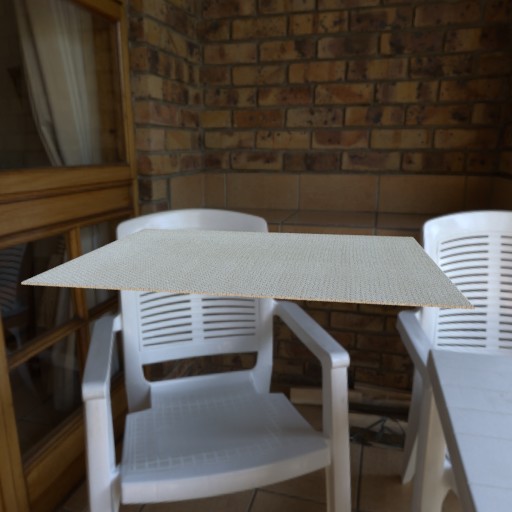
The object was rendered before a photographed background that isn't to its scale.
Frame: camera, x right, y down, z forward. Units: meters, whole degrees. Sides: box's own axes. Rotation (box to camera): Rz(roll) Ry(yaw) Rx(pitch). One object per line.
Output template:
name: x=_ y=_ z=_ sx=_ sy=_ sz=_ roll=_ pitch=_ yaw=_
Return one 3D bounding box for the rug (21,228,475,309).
rug: x=0.000 y=0.000 z=2.785 sx=2.144 sy=0.013 sz=1.509 roll=2 pitch=14 yaw=9
